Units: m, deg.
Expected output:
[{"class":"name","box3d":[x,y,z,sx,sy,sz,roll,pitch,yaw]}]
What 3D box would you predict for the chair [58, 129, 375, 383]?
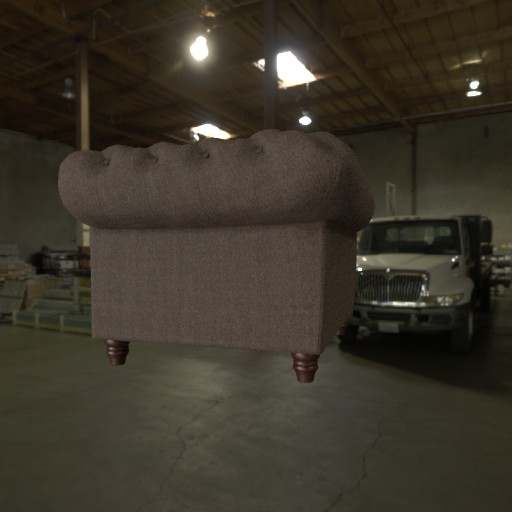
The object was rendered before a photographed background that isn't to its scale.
[{"class":"chair","box3d":[0.000,0.000,1.882,0.945,0.780,1.298,0,1,18]}]
